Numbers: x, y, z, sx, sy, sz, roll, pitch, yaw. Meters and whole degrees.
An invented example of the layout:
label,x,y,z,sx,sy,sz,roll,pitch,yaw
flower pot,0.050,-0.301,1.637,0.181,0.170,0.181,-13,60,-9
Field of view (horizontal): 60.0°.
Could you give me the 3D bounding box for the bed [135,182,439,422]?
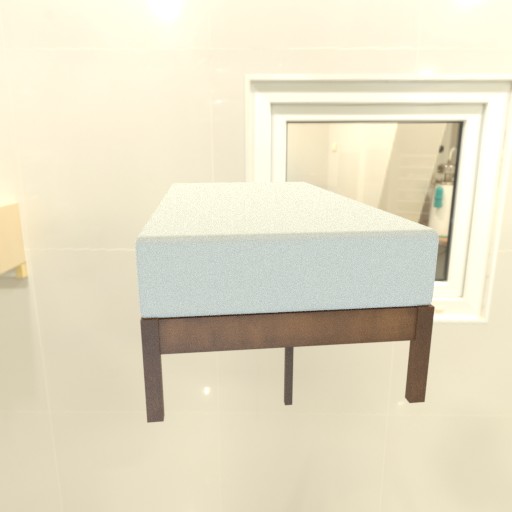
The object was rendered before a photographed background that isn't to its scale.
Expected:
label,x,y,z,sx,sy,sz,roll,pitch,yaw
bed,0.000,0.000,2.341,0.961,0.616,1.902,-2,14,-7
